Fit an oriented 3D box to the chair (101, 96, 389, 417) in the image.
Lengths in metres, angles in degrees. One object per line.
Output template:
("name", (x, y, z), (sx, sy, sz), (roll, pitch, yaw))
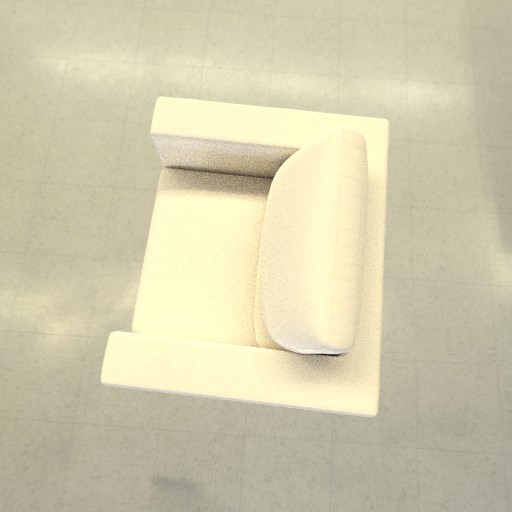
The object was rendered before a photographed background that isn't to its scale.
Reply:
("chair", (0.000, 0.000, 1.801), (0.957, 0.878, 1.150), (6, 75, 2))
